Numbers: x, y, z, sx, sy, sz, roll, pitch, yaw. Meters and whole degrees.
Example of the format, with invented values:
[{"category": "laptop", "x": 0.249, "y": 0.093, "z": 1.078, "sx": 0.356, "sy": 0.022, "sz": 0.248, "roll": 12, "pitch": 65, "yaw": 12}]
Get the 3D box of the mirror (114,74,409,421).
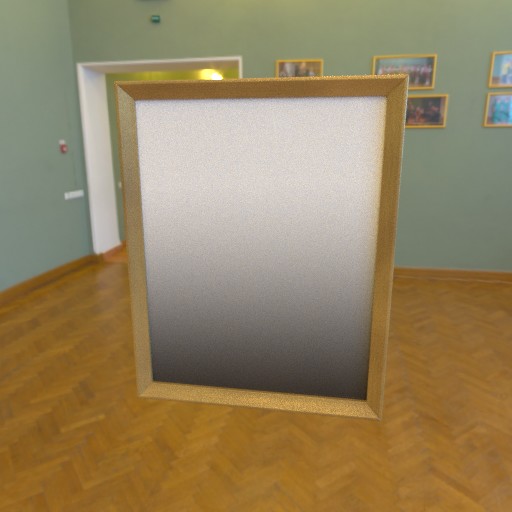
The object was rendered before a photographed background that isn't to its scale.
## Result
[{"category": "mirror", "x": 0.000, "y": 0.000, "z": 0.684, "sx": 0.406, "sy": 0.509, "sz": 0.041, "roll": 2, "pitch": 15, "yaw": 9}]
